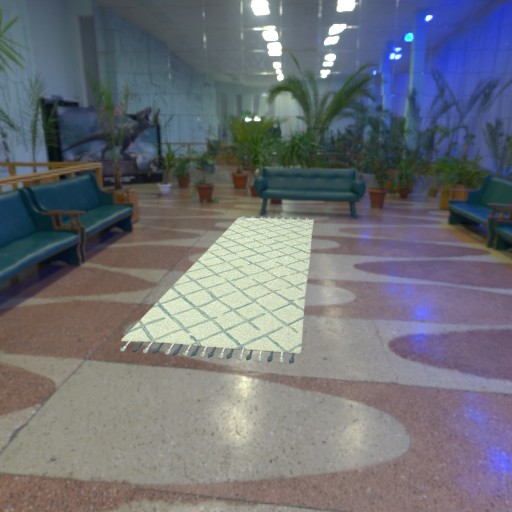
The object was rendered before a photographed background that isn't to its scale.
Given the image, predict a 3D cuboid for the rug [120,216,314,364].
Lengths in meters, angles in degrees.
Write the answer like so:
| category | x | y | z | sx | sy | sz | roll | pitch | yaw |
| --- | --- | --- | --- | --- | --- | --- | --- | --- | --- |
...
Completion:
| category | x | y | z | sx | sy | sz | roll | pitch | yaw |
| --- | --- | --- | --- | --- | --- | --- | --- | --- | --- |
| rug | 0.000 | 0.000 | 2.546 | 0.620 | 0.008 | 2.372 | 2 | 16 | 8 |
